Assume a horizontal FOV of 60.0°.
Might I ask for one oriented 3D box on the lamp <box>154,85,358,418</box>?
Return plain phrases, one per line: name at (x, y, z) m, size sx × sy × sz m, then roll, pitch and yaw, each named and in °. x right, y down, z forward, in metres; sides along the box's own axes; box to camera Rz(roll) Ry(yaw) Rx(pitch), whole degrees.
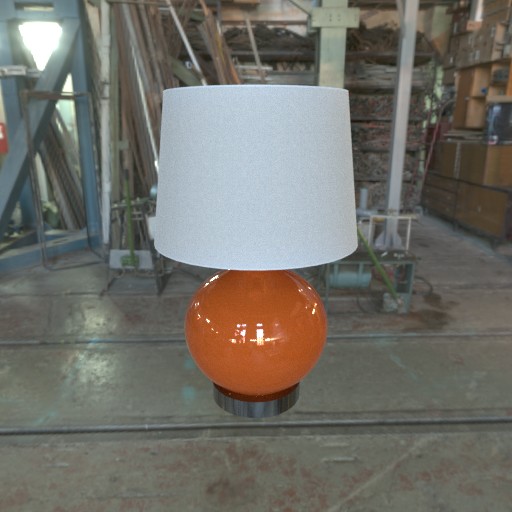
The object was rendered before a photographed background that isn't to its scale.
lamp at (0.000, 0.000, 0.556) m, size 0.247 × 0.387 × 0.247 m, roll 0°, pitch 17°, yaw 0°
